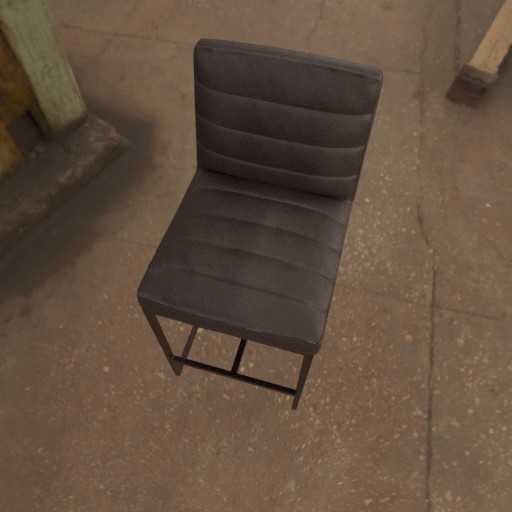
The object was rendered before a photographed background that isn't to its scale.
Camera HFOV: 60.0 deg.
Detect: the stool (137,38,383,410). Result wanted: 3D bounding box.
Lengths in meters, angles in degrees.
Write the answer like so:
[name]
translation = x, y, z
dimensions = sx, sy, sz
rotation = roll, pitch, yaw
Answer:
[stool]
translation = 0.000, 0.000, 1.265
dimensions = 0.463, 0.946, 0.562
rotation = 14, 59, 8
